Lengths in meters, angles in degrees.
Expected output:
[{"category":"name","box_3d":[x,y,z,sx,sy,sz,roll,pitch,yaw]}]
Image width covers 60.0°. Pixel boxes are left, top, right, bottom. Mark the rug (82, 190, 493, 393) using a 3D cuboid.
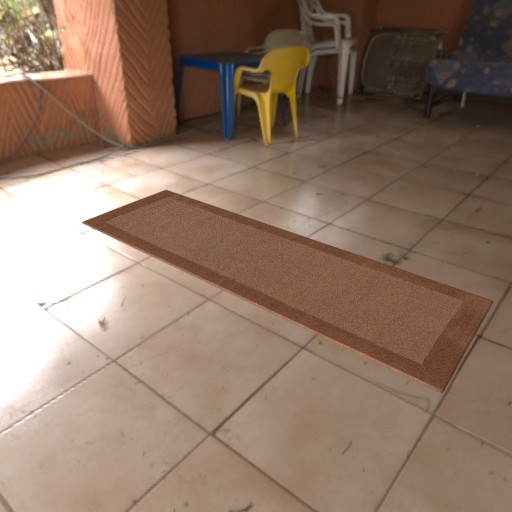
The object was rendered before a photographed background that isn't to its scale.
[{"category":"rug","box_3d":[0.000,0.000,2.621,2.439,0.017,0.764,22,36,33]}]
